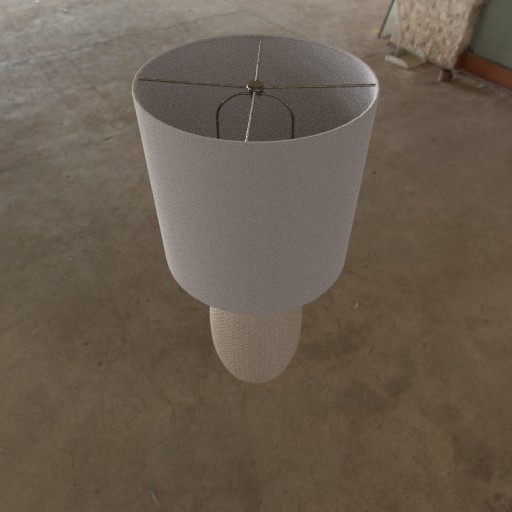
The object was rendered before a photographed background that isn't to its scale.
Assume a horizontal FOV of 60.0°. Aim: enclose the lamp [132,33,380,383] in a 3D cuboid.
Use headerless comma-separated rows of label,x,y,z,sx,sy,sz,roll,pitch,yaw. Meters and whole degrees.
lamp,0.000,0.000,0.555,0.217,0.453,0.217,3,46,2
